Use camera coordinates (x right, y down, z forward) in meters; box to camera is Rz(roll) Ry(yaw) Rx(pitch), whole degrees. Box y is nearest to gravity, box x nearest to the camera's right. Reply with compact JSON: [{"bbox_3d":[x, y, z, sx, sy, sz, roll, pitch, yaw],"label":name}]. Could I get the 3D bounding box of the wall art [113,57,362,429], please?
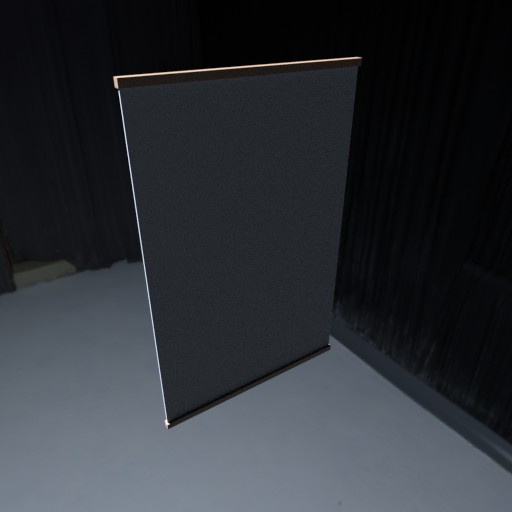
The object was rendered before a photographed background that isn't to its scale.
[{"bbox_3d":[0.000,0.000,1.915,0.990,1.519,0.030,-18,34,-28],"label":"wall art"}]
